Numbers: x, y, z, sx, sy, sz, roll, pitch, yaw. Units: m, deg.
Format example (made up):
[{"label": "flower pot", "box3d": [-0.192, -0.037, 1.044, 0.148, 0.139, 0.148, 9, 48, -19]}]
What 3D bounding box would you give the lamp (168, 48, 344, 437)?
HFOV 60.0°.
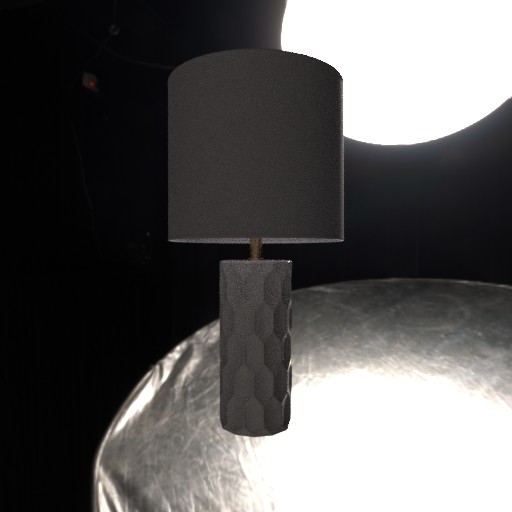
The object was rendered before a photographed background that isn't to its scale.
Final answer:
[{"label": "lamp", "box3d": [0.000, 0.000, 0.710, 0.277, 0.537, 0.277, 0, 0, 18]}]
